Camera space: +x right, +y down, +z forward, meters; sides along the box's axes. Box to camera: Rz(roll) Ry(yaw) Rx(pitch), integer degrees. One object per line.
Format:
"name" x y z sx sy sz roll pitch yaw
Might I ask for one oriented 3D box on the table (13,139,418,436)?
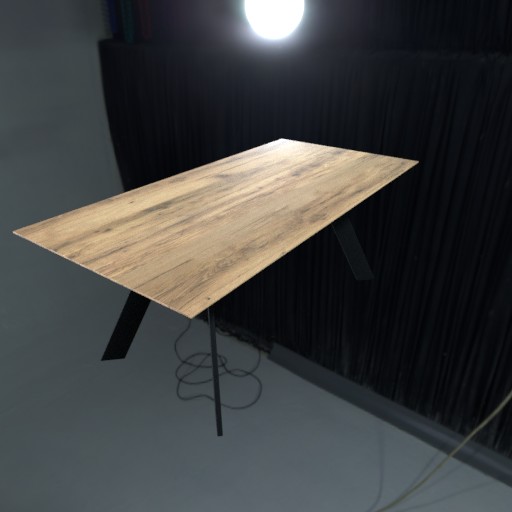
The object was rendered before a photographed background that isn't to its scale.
"table" 0.000 0.000 2.443 1.000 0.770 2.000 19 33 32
